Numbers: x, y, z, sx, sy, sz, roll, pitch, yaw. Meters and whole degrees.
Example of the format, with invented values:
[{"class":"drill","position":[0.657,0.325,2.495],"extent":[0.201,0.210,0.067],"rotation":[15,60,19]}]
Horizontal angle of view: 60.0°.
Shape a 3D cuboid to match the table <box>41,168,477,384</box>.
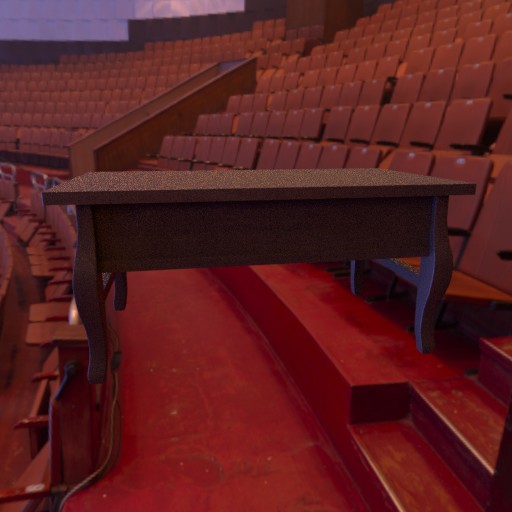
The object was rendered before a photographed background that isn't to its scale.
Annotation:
[{"class":"table","position":[0.000,0.000,1.403],"extent":[1.062,0.494,0.600],"rotation":[-3,15,-10]}]
